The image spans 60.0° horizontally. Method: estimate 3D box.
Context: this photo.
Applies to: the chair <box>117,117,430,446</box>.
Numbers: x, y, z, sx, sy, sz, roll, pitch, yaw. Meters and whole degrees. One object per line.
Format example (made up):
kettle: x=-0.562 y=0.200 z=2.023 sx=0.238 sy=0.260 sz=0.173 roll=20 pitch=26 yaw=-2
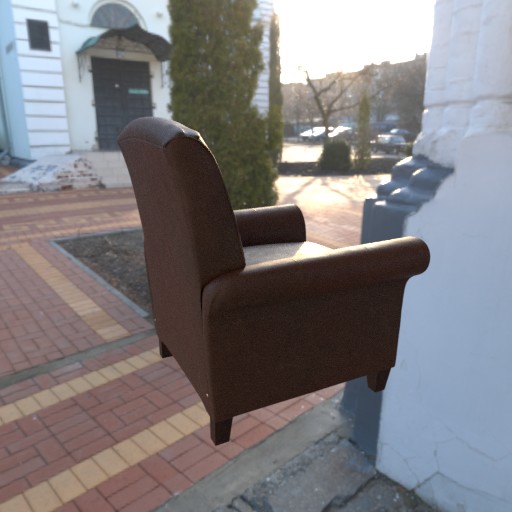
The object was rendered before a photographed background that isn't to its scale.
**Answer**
chair: x=0.000 y=0.000 z=1.789 sx=0.902 sy=1.061 sz=0.978 roll=-8 pitch=18 yaw=-26
